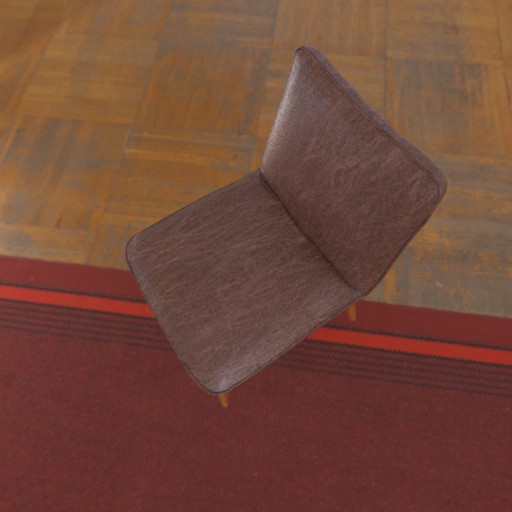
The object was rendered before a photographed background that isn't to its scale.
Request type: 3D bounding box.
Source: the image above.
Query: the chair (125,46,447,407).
[{"bbox_3d":[0.000,0.000,1.213,0.645,0.803,0.543,-34,69,-16],"label":"chair"}]
